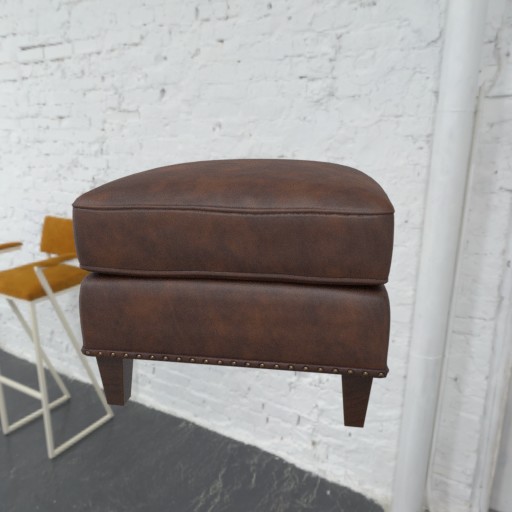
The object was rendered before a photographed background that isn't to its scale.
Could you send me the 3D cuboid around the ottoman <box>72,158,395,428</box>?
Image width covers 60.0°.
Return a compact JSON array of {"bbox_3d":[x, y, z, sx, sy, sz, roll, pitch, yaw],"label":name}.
[{"bbox_3d":[0.000,0.000,1.135,0.586,0.486,0.742,2,14,9],"label":"ottoman"}]
